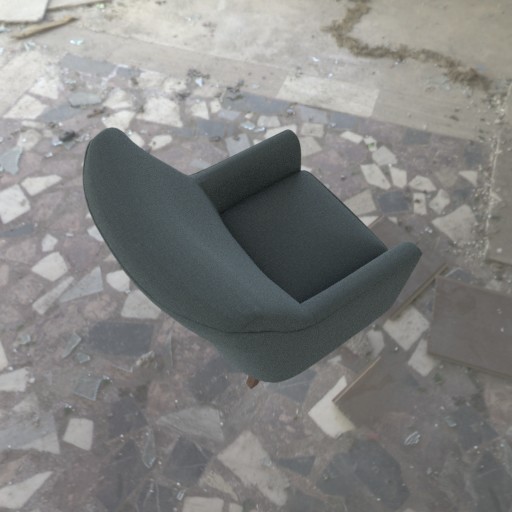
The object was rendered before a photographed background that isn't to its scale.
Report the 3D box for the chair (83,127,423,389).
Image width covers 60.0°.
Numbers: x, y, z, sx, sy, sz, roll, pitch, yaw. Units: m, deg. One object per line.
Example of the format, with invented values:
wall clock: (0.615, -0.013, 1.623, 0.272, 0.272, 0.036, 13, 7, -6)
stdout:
chair: (0.000, 0.000, 1.577, 0.879, 0.916, 0.756, -31, 62, -18)
